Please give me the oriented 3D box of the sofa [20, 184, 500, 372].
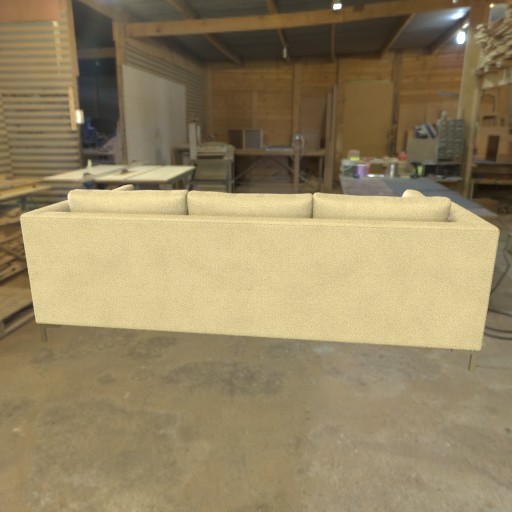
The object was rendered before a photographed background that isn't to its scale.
[{"bbox_3d":[0.000,0.000,2.747,2.415,0.867,0.969,2,16,7],"label":"sofa"}]
